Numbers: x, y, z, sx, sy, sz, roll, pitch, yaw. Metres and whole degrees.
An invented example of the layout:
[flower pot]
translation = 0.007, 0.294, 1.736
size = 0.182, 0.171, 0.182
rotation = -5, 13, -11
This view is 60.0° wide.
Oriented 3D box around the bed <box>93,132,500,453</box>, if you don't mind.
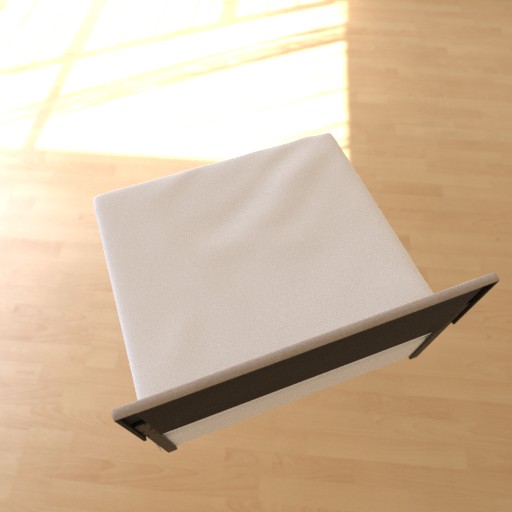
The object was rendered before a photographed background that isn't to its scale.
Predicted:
[bed]
translation = 0.000, 0.000, 3.208
size = 2.170, 1.346, 1.914
rotation = -18, 61, -10
